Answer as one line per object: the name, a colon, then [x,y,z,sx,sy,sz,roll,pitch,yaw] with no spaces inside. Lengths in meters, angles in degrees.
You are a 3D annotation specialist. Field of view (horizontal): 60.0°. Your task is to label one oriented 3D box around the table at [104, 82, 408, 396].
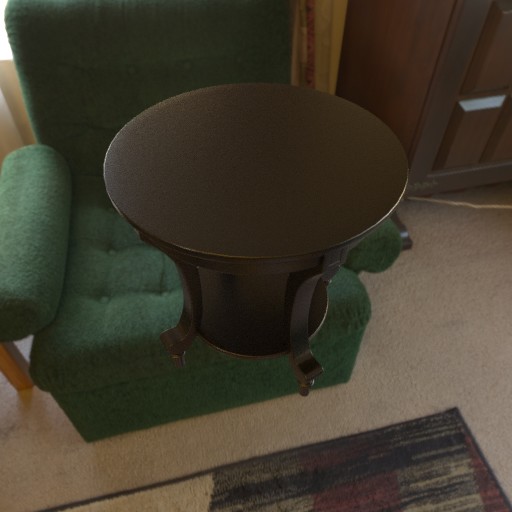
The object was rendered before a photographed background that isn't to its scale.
table: [0.000,0.000,1.113,0.597,0.618,0.597,0,46,0]
